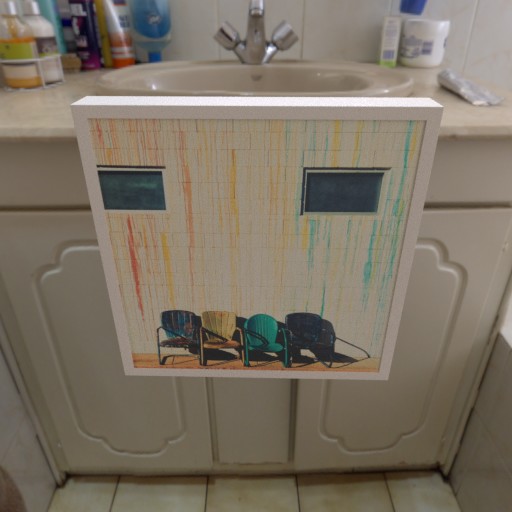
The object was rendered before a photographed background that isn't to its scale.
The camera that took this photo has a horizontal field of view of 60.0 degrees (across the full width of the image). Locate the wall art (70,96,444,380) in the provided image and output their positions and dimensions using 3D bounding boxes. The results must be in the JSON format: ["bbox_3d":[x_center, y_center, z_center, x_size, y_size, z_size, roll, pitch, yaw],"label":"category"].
[{"bbox_3d":[0.000,0.000,0.453,0.305,0.305,0.038,1,30,1],"label":"wall art"}]
